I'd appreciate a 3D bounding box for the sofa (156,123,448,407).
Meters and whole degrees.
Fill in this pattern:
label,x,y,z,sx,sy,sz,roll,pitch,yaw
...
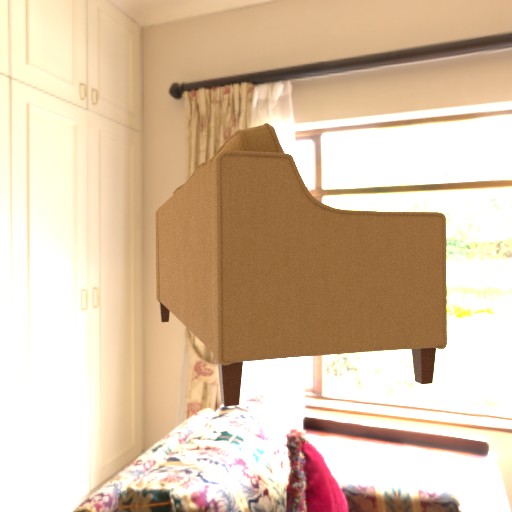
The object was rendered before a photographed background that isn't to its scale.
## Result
label,x,y,z,sx,sy,sz,roll,pitch,yaw
sofa,0.000,0.000,2.484,0.911,0.974,1.986,0,0,-18
